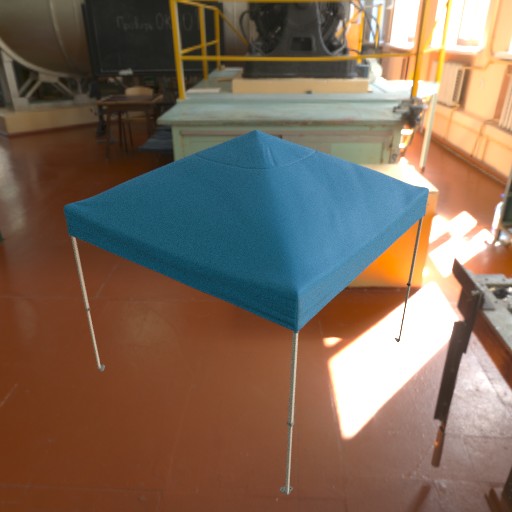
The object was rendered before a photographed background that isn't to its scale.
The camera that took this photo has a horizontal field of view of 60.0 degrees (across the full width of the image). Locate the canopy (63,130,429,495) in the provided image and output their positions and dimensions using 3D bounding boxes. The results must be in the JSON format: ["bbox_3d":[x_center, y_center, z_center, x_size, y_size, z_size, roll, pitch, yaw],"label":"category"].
[{"bbox_3d":[0.000,0.000,5.376,2.998,2.997,2.996,19,33,32],"label":"canopy"}]
